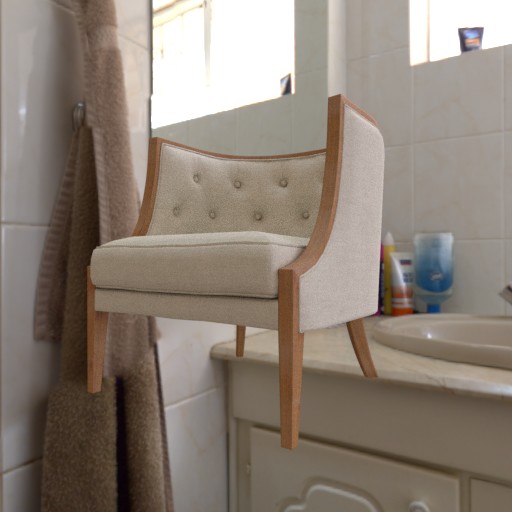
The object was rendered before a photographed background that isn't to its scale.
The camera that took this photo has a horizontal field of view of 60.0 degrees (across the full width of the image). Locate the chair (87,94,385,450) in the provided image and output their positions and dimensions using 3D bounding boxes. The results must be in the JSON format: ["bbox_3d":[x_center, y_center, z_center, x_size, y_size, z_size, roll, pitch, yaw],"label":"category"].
[{"bbox_3d":[0.000,0.000,1.363,0.711,0.775,0.757,0,-1,35],"label":"chair"}]
